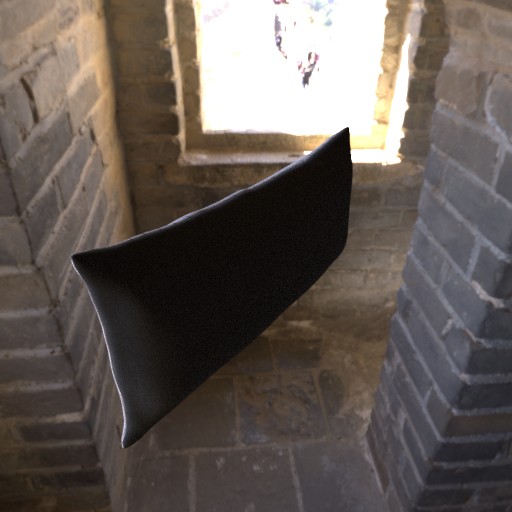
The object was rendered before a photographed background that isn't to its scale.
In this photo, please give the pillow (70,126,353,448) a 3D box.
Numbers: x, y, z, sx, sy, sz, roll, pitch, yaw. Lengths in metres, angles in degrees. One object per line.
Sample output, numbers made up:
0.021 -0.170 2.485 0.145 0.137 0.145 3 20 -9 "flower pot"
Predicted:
0.000 0.000 0.720 0.151 0.305 0.609 21 38 30 "pillow"
